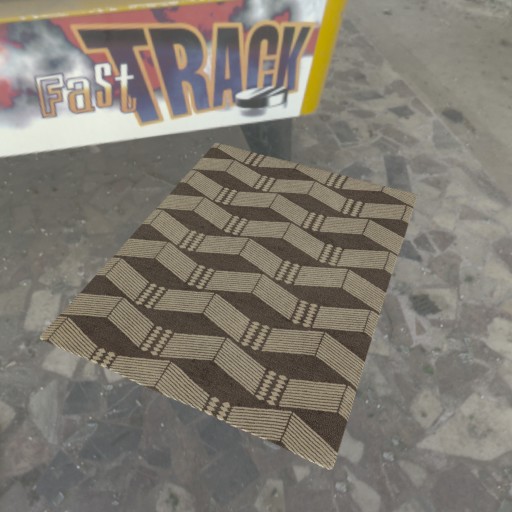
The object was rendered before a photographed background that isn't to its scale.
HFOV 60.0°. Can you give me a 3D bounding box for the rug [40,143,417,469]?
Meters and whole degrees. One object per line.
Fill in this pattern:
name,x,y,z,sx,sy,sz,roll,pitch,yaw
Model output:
rug,0.000,0.000,4.138,2.438,0.016,3.048,18,50,16
